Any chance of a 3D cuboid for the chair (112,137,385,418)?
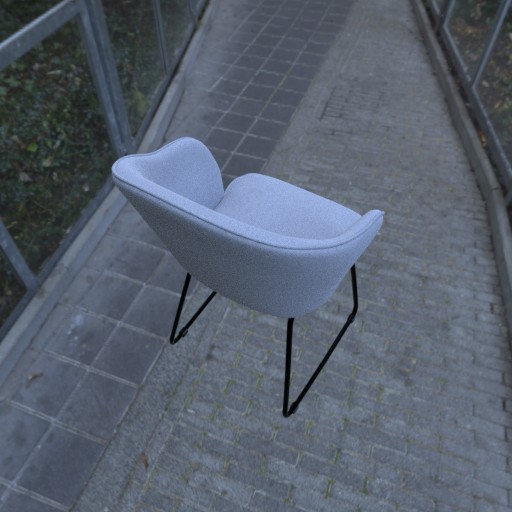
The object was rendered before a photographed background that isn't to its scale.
[{"bbox_3d":[0.000,0.000,1.213,0.570,0.817,0.592,25,52,21],"label":"chair"}]
